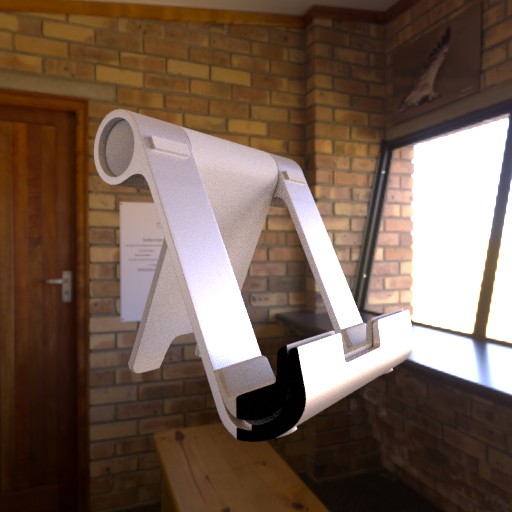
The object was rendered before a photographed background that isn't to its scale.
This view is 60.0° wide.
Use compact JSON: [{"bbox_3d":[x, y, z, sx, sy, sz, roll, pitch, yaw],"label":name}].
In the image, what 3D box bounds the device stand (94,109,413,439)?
[{"bbox_3d":[0.000,0.000,0.150,0.079,0.084,0.086,1,1,37],"label":"device stand"}]
